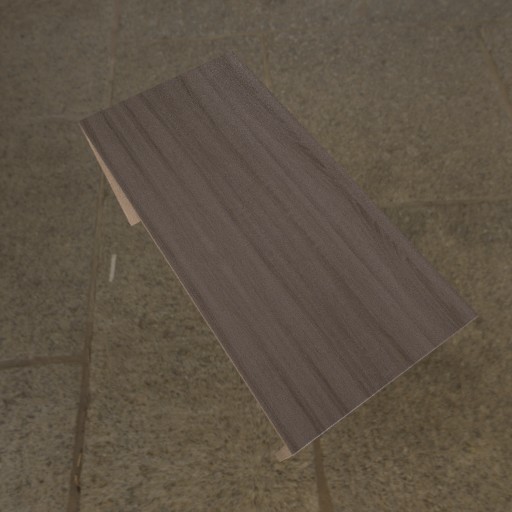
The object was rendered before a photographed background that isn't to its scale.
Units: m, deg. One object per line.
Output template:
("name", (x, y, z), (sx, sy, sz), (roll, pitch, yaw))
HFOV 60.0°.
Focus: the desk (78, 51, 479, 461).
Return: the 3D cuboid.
("desk", (0.000, 0.000, 1.834), (0.690, 0.745, 1.380), (-31, 68, -14))
